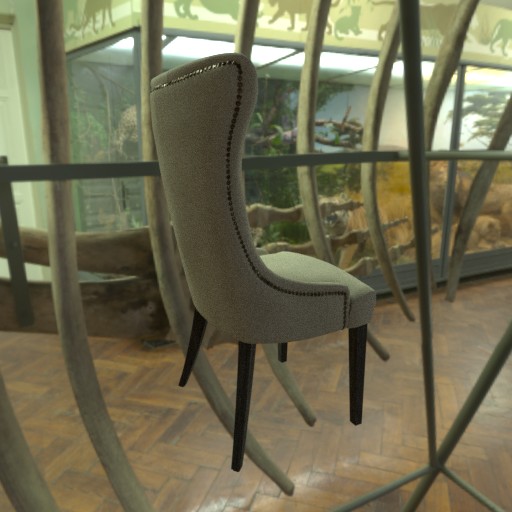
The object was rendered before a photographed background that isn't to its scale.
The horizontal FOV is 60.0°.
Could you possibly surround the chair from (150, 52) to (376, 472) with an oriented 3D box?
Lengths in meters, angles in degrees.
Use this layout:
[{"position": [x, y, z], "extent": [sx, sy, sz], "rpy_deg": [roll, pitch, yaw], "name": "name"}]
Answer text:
[{"position": [0.000, 0.000, 1.387], "extent": [0.590, 1.065, 0.584], "rpy_deg": [-7, 16, -26], "name": "chair"}]
